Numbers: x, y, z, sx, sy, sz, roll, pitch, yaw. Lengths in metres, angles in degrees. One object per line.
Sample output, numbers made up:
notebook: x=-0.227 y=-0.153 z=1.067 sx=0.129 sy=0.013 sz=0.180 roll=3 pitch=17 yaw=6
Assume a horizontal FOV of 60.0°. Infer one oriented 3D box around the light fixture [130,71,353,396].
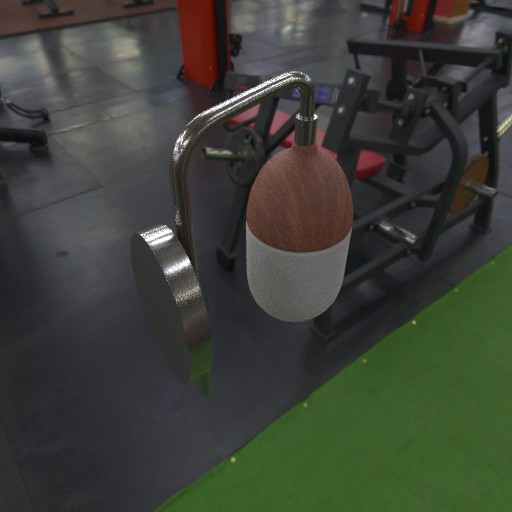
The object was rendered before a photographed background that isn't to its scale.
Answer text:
light fixture: x=0.000 y=0.000 z=0.442 sx=0.216 sy=0.343 sz=0.108 roll=-25 pitch=46 yaw=-27
